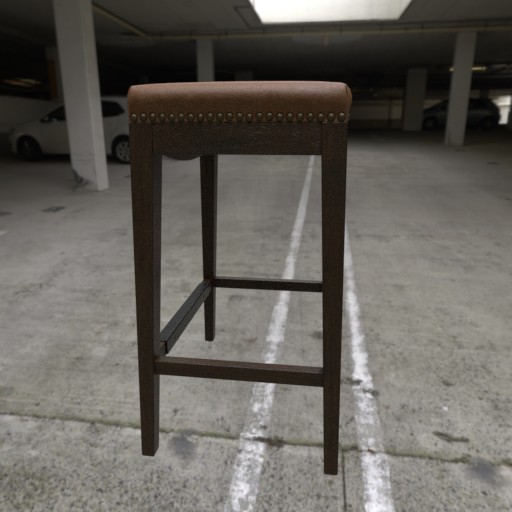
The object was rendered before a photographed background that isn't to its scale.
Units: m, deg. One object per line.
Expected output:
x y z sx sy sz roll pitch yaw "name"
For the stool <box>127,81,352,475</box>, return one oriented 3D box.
0.000 0.000 0.953 0.361 0.660 0.500 2 16 8 "stool"
